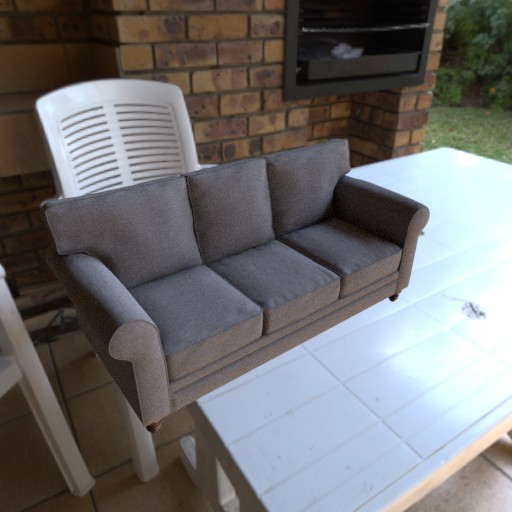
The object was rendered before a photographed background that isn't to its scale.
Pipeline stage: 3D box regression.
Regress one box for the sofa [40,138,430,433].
[{"bbox_3d":[0.000,0.000,2.586,2.084,0.961,0.916,-20,35,-32],"label":"sofa"}]
